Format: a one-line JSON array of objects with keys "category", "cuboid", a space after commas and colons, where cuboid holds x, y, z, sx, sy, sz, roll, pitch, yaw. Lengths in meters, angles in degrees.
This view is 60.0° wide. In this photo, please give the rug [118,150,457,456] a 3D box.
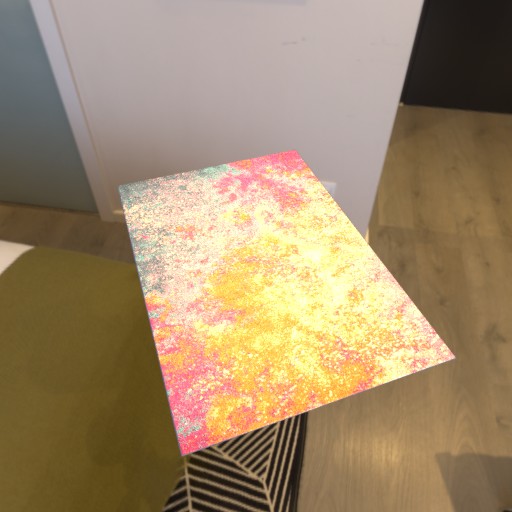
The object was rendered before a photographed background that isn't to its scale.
[{"category": "rug", "cuboid": [0.000, 0.000, 3.874, 2.007, 0.013, 2.896, -14, 47, -14]}]
